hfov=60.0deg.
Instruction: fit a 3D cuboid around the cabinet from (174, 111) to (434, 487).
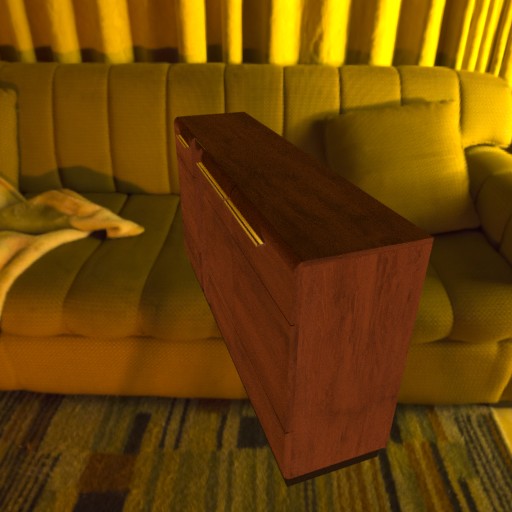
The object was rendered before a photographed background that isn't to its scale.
[{"bbox_3d":[0.000,0.000,1.969,0.420,0.900,1.600,-10,31,-17],"label":"cabinet"}]
